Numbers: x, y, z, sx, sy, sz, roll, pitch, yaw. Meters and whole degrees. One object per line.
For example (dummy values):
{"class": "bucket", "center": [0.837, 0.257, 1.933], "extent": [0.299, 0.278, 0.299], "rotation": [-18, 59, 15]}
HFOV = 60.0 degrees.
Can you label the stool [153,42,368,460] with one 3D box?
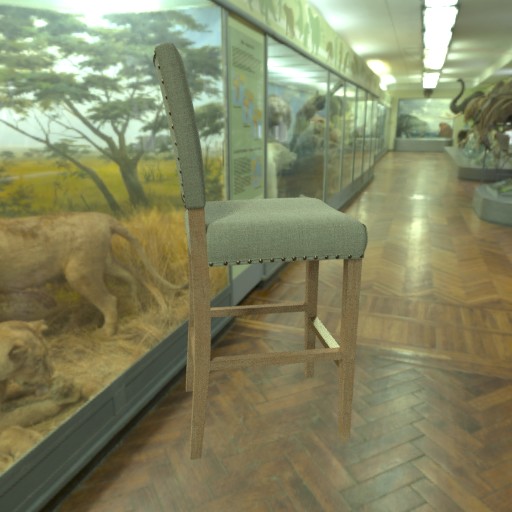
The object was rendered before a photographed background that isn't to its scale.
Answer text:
{"class": "stool", "center": [0.000, 0.000, 1.460], "extent": [0.585, 1.203, 0.445], "rotation": [-3, 17, -10]}
